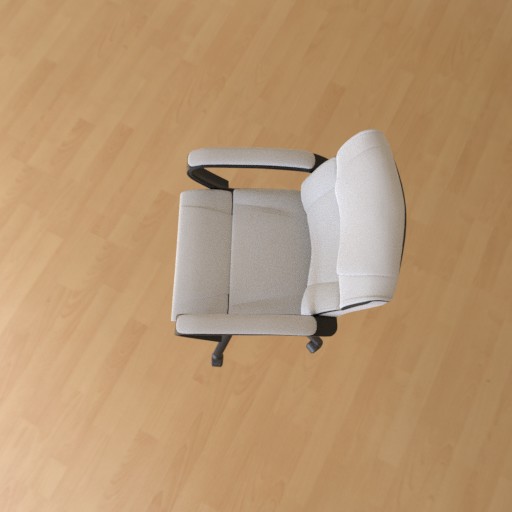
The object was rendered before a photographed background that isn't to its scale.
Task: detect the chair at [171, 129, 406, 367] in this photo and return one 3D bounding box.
[{"bbox_3d":[0.000,0.000,1.522,0.717,1.004,0.739,2,75,1],"label":"chair"}]
